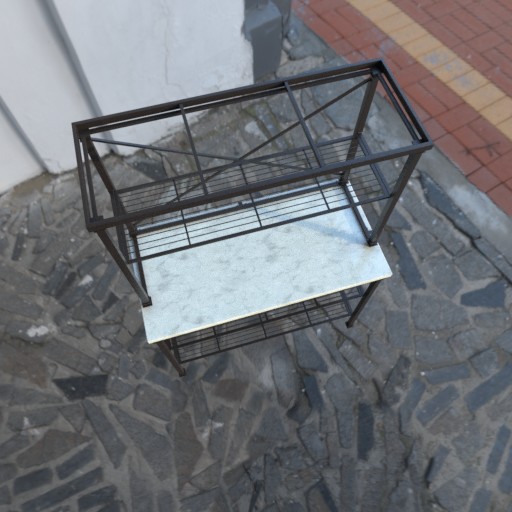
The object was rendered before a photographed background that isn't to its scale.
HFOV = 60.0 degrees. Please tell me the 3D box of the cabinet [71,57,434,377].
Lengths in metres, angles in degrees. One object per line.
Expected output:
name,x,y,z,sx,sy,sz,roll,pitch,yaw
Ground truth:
cabinet,0.000,0.000,2.259,1.210,1.659,0.610,-15,65,-7
